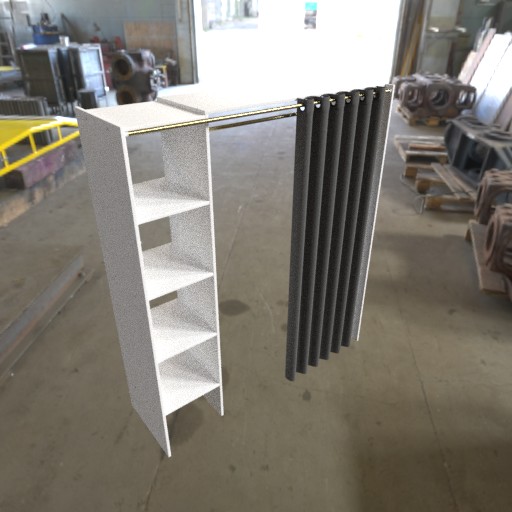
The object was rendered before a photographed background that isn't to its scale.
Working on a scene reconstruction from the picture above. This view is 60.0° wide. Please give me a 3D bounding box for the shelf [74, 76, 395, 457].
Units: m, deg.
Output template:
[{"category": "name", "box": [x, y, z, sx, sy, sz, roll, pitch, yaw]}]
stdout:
[{"category": "shelf", "box": [0.000, 0.000, 2.609, 1.600, 1.810, 0.500, -21, 36, -33]}]
